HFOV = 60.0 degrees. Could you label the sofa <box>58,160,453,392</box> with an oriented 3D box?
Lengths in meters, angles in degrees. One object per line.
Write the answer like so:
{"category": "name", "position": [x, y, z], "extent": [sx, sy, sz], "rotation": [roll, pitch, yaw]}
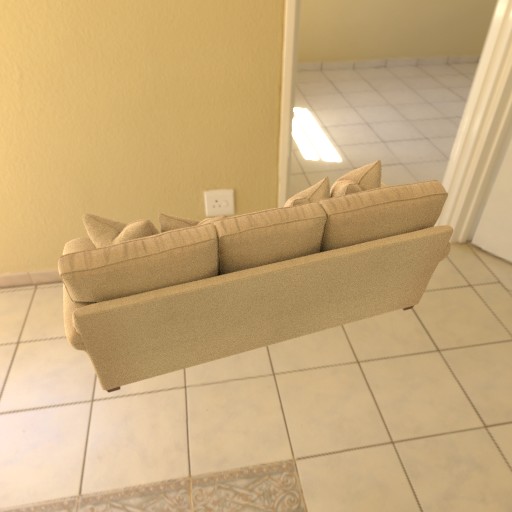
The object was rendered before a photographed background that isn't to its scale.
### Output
{"category": "sofa", "position": [0.000, 0.000, 2.855], "extent": [2.312, 0.975, 0.965], "rotation": [-12, 41, -15]}
